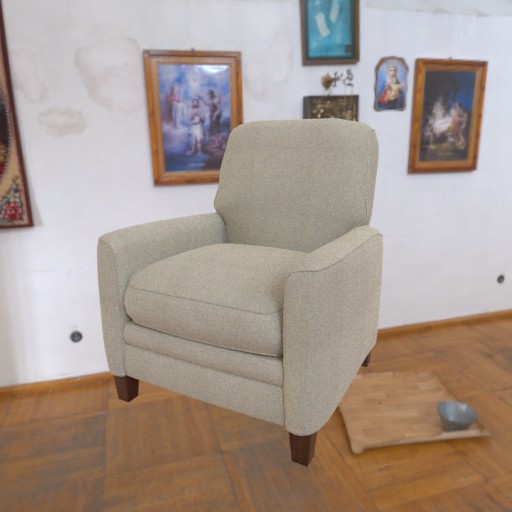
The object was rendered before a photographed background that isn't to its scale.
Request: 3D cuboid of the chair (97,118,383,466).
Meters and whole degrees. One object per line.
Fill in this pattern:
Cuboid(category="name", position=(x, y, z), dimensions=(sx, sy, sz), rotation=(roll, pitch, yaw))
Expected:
Cuboid(category="chair", position=(0.000, 0.000, 1.655), dimensions=(0.850, 1.006, 0.853), rotation=(8, 16, 27))
